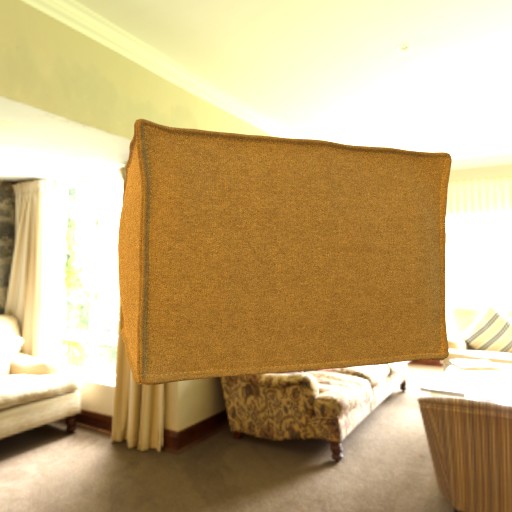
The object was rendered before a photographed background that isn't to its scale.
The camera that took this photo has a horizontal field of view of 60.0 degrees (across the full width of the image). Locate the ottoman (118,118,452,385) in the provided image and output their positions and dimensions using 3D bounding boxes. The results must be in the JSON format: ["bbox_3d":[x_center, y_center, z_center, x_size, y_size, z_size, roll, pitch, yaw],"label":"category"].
[{"bbox_3d":[0.000,0.000,1.167,0.696,0.470,0.707,1,-2,-19],"label":"ottoman"}]
